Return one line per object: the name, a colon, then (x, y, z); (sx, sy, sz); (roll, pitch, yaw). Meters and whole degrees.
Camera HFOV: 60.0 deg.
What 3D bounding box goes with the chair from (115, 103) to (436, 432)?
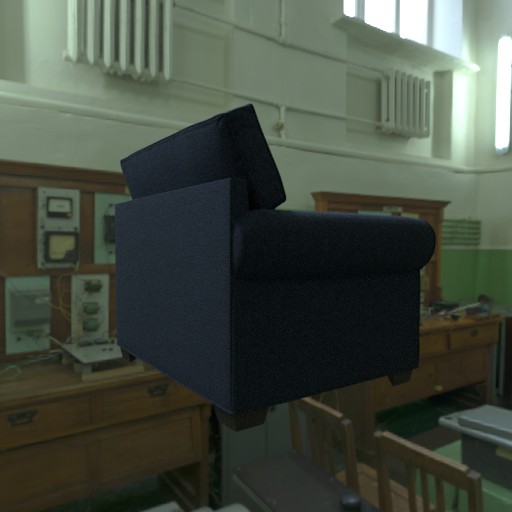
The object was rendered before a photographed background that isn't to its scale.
chair: (0.000, 0.000, 2.052); (0.963, 1.044, 1.285); (-1, 2, -35)
